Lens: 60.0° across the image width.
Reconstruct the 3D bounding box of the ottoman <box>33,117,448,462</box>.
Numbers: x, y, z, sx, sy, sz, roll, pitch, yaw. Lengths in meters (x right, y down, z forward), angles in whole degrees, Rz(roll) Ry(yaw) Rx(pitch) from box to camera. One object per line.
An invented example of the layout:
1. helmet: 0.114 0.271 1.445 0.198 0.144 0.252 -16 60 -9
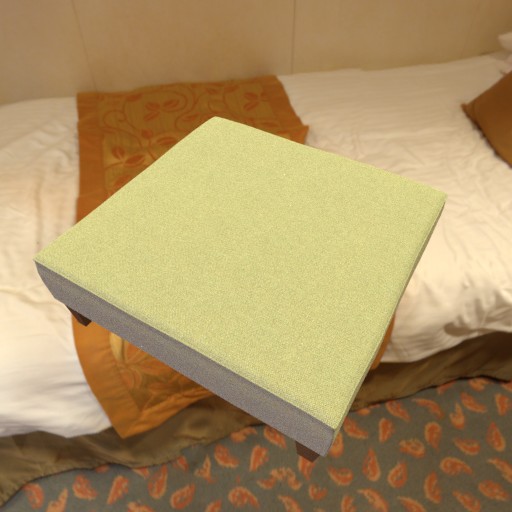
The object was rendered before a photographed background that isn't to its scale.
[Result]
1. ottoman: 0.000 0.000 1.543 1.004 0.379 0.968 24 51 21
